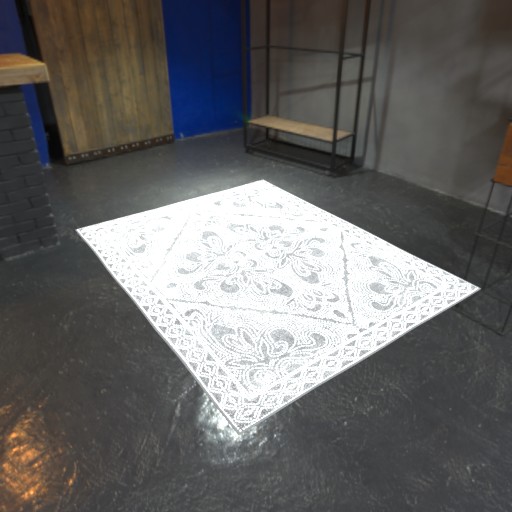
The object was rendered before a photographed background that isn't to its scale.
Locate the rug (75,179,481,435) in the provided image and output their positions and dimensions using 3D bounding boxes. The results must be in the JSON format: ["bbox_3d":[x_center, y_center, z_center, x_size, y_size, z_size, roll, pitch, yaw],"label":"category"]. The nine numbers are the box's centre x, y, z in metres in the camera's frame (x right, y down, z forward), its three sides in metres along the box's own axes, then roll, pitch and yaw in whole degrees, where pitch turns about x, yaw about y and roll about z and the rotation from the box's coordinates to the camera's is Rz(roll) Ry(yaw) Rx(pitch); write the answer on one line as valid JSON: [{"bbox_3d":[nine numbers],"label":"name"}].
[{"bbox_3d":[0.000,0.000,4.120,2.438,0.012,3.048,-20,36,-30],"label":"rug"}]
